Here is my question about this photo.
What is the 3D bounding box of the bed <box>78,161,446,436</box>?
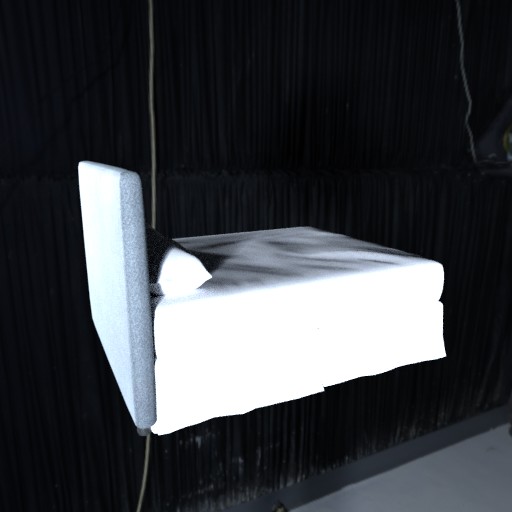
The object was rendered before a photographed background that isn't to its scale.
[{"bbox_3d":[0.000,0.000,3.176,2.142,1.330,1.713,-7,15,-26],"label":"bed"}]
